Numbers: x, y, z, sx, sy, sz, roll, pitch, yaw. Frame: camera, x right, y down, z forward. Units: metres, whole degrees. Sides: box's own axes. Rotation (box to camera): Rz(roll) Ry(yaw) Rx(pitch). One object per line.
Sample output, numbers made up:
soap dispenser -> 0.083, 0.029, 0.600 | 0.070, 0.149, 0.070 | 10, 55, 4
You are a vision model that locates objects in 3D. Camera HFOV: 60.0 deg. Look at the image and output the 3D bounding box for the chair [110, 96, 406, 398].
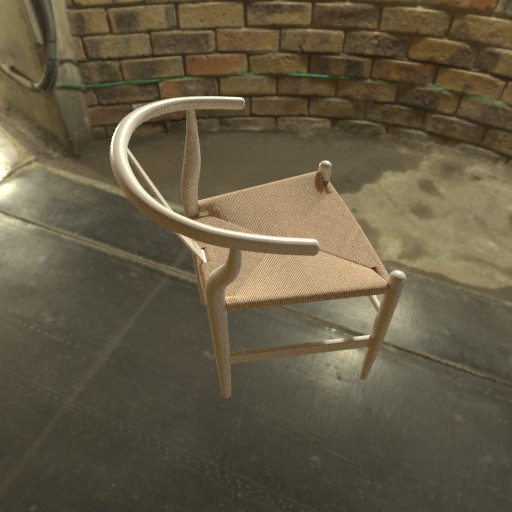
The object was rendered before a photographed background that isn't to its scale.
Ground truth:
chair -> 0.000, 0.000, 1.155 | 0.579, 0.730, 0.569 | -11, 47, -10
